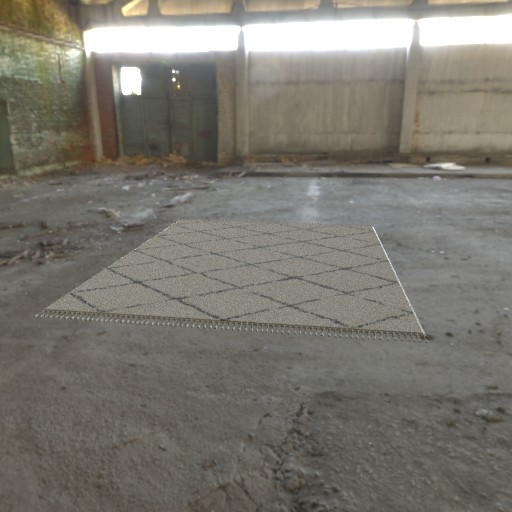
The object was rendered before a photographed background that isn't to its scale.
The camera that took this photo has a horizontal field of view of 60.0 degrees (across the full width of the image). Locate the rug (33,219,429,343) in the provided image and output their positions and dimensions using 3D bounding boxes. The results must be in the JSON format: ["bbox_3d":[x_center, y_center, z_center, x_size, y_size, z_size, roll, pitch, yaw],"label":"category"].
[{"bbox_3d":[0.000,0.000,4.056,2.380,0.013,3.051,2,17,8],"label":"rug"}]
